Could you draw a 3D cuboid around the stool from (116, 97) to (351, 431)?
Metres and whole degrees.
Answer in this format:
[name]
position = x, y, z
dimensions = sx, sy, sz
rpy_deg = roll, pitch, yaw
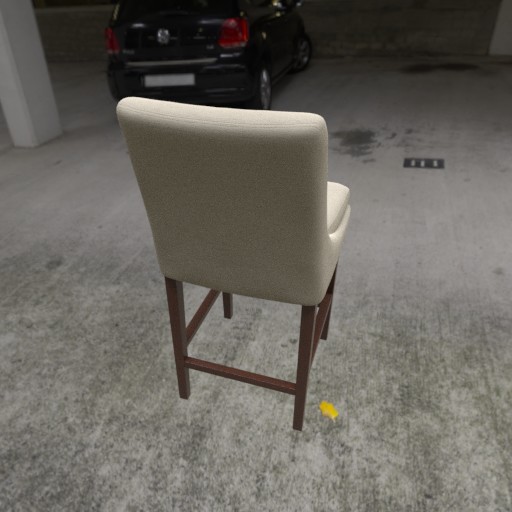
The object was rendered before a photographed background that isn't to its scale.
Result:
[stool]
position = 0.000, 0.000, 1.287
dimensions = 0.470, 0.981, 0.577
rpy_deg = 10, 35, 15
